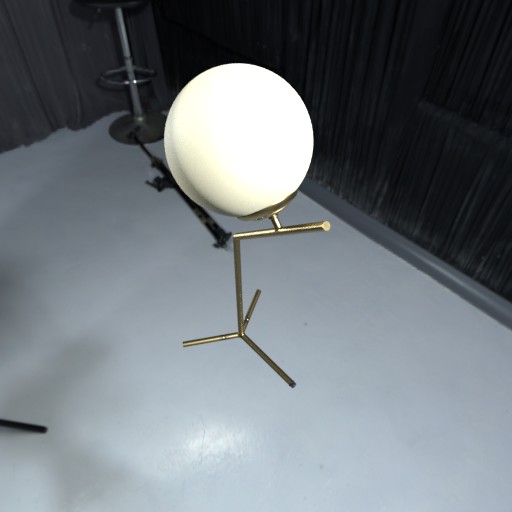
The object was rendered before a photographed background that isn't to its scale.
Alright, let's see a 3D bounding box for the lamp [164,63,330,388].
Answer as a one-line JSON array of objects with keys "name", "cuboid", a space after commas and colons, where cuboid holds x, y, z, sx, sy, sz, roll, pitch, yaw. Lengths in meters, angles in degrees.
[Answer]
[{"name": "lamp", "cuboid": [0.000, 0.000, 0.679, 0.210, 0.552, 0.251, -33, 55, -27]}]
